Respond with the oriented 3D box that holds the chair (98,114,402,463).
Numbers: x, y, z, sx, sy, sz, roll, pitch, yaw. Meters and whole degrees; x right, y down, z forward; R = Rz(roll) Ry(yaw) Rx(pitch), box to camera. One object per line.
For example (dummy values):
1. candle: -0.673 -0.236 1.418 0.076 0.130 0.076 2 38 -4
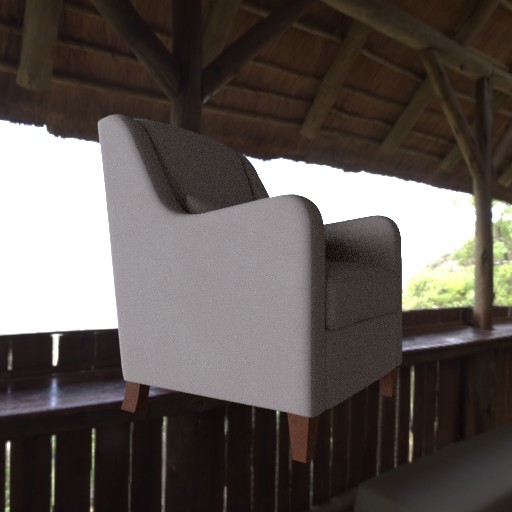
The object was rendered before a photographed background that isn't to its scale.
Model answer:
1. chair: 0.000 0.000 1.569 0.863 1.010 0.715 0 -1 35
